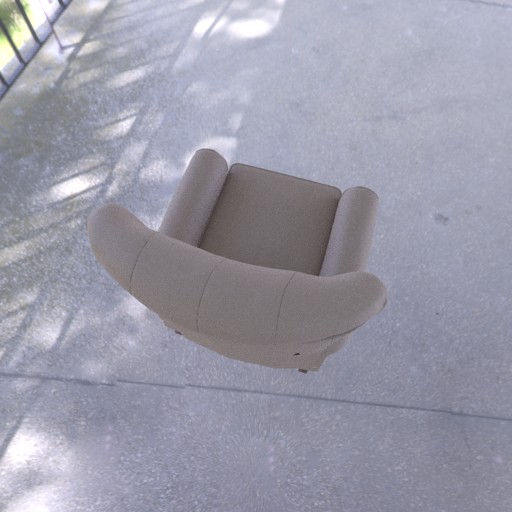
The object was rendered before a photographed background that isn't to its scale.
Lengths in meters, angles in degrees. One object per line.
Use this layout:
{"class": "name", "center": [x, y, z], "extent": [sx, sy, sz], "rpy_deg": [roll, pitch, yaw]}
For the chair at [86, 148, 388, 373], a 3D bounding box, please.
{"class": "chair", "center": [0.000, 0.000, 1.949], "extent": [0.999, 1.138, 1.041], "rpy_deg": [16, 64, 8]}
